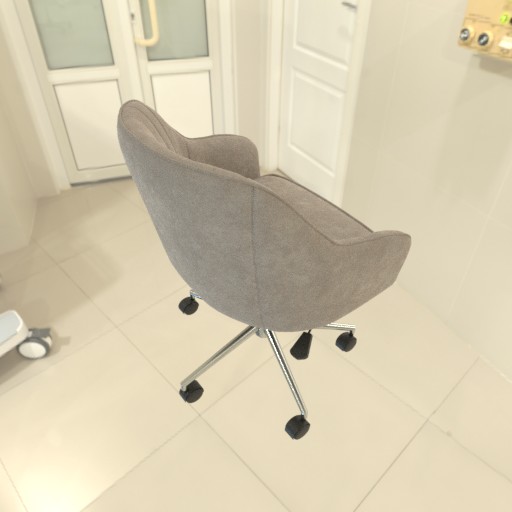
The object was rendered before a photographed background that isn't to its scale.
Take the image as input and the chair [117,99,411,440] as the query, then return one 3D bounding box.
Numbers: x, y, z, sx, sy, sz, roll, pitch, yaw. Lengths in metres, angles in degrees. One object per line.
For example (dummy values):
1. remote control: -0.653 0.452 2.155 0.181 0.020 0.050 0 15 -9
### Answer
1. chair: 0.000 0.000 1.202 0.573 0.831 0.635 -26 46 -27
